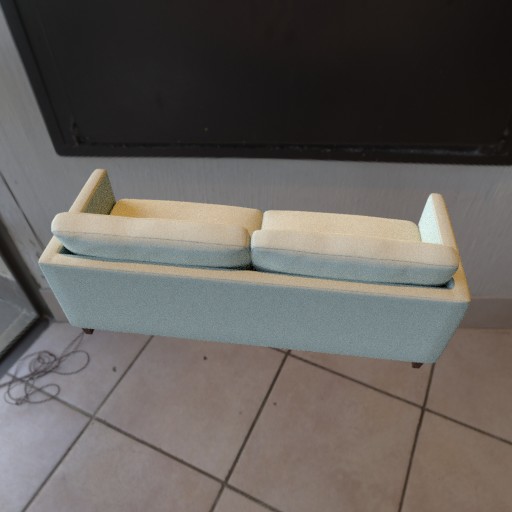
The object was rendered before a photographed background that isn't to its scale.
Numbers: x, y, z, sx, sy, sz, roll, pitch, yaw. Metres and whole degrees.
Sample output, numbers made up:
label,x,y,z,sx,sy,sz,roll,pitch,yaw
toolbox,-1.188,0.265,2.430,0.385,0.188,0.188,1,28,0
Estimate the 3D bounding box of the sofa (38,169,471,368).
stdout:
label,x,y,z,sx,sy,sz,roll,pitch,yaw
sofa,0.000,0.000,2.939,2.434,0.965,0.948,5,47,5
